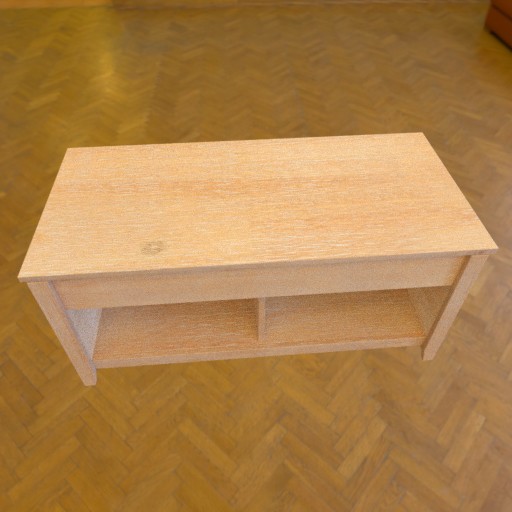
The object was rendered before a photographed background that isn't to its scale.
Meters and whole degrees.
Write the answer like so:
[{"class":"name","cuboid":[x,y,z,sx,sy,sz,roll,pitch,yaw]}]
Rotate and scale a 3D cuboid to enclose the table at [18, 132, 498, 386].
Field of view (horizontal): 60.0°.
[{"class":"table","cuboid":[0.000,0.000,1.263,1.016,0.457,0.483,-3,46,-3]}]
